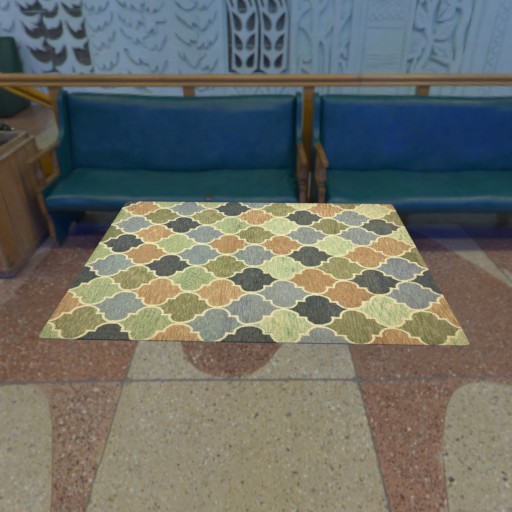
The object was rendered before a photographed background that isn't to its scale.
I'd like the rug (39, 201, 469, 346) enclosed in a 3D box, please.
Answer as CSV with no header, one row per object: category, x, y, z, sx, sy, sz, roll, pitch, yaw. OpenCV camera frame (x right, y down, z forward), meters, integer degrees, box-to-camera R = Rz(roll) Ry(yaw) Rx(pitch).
rug,0.000,0.000,4.310,3.200,0.013,2.439,1,31,1
